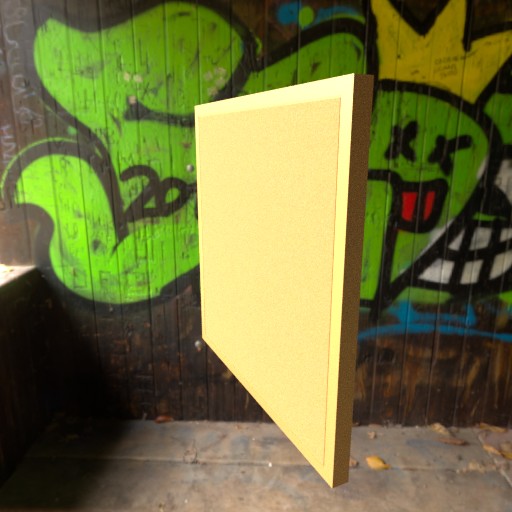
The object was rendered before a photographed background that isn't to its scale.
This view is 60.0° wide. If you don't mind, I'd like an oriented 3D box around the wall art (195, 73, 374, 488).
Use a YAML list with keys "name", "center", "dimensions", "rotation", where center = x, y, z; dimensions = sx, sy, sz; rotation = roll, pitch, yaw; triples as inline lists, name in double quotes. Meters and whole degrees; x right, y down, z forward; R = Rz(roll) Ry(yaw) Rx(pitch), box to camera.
- name: "wall art"
  center: [0.000, 0.000, 2.818]
  dimensions: [0.099, 1.926, 1.926]
  rotation: [-7, 16, -25]
